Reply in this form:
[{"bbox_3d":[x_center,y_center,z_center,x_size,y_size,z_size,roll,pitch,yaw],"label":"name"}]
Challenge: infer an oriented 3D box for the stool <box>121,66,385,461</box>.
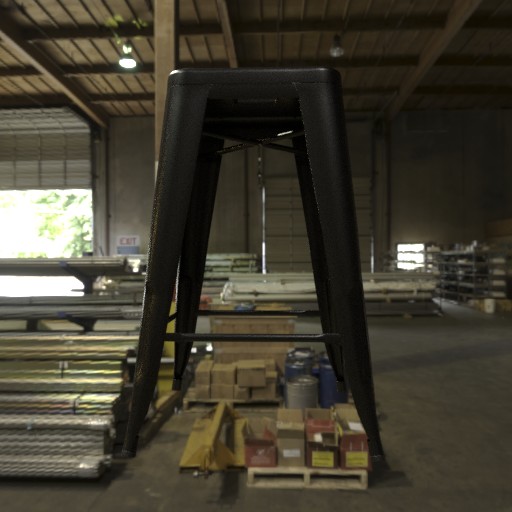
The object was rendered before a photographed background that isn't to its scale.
[{"bbox_3d":[0.000,0.000,0.835,0.399,0.609,0.359,0,0,2],"label":"stool"}]
